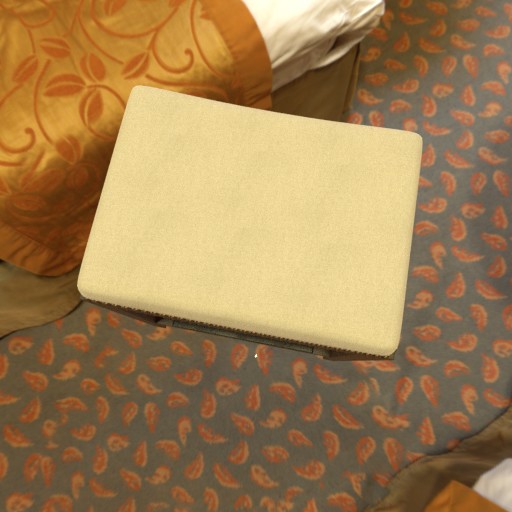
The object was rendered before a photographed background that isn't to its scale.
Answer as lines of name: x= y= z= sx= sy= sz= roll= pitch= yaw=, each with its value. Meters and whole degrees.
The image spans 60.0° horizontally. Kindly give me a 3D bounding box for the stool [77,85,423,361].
stool: x=0.000 y=0.000 z=0.955 sx=0.500 sy=0.642 sz=0.361 roll=11 pitch=78 yaw=2
